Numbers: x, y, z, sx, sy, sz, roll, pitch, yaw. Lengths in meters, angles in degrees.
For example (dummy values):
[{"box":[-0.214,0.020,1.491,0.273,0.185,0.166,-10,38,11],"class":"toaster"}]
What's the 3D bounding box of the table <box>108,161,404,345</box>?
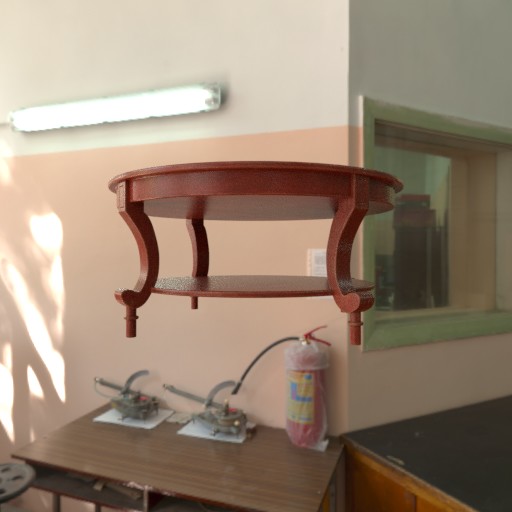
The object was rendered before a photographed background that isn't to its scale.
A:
[{"box":[0.000,0.000,1.617,1.029,0.486,1.029,0,1,0],"class":"table"}]
